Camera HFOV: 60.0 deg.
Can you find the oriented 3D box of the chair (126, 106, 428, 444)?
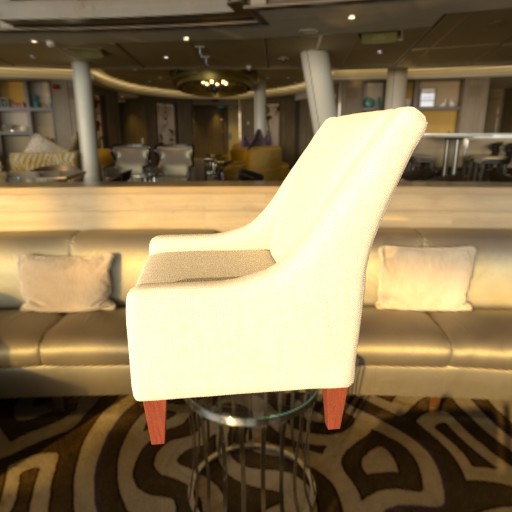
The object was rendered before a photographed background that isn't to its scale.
[{"bbox_3d":[0.000,0.000,1.640,0.870,1.014,0.774,-2,15,-7],"label":"chair"}]
